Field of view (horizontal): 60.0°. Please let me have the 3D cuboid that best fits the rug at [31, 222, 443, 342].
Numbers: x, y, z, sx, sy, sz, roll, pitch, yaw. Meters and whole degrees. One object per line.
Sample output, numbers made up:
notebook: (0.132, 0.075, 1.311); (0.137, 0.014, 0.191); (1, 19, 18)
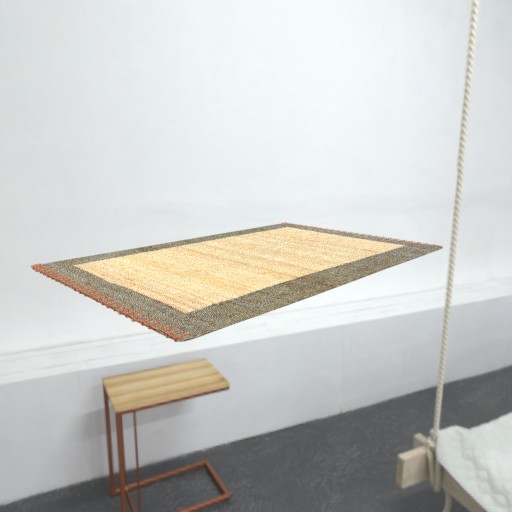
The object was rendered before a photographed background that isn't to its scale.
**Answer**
rug: (0.000, 0.000, 2.306); (1.838, 0.019, 1.220); (-13, 19, -43)
